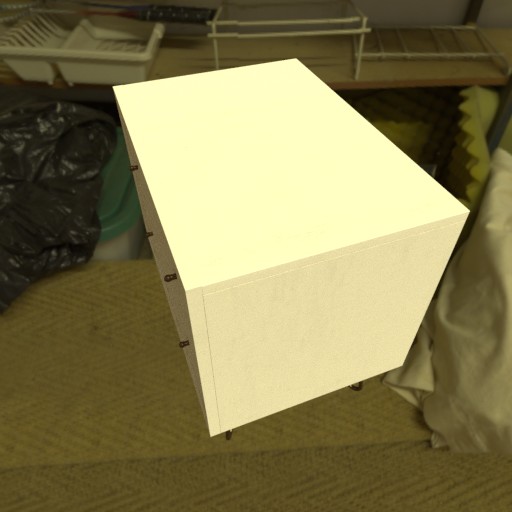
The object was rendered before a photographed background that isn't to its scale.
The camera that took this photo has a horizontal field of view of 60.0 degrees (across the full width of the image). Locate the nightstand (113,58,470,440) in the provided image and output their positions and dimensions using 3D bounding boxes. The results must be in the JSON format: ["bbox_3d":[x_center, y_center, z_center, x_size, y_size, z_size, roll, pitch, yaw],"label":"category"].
[{"bbox_3d":[0.000,0.000,1.013,0.447,0.604,0.614,-15,47,-15],"label":"nightstand"}]
